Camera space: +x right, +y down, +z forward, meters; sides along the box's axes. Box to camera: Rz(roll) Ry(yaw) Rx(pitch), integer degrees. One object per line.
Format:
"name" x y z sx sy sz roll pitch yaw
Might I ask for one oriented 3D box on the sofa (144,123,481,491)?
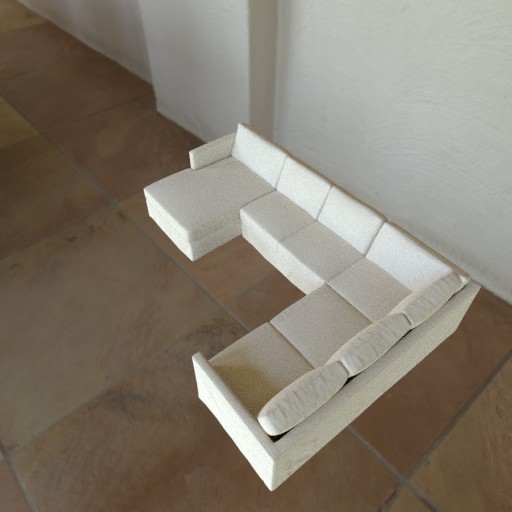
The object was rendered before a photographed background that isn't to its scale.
"sofa" 0.000 0.000 4.542 2.448 0.882 3.464 -30 54 -25
